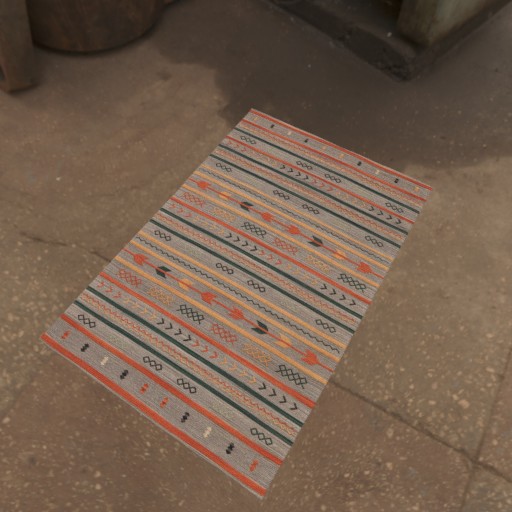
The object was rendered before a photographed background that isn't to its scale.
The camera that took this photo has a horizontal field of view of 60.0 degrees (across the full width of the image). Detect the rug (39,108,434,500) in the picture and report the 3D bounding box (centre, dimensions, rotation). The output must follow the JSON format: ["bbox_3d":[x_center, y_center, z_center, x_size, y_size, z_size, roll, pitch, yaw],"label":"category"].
[{"bbox_3d":[0.000,0.000,2.272,1.220,0.017,1.835,28,63,16],"label":"rug"}]
